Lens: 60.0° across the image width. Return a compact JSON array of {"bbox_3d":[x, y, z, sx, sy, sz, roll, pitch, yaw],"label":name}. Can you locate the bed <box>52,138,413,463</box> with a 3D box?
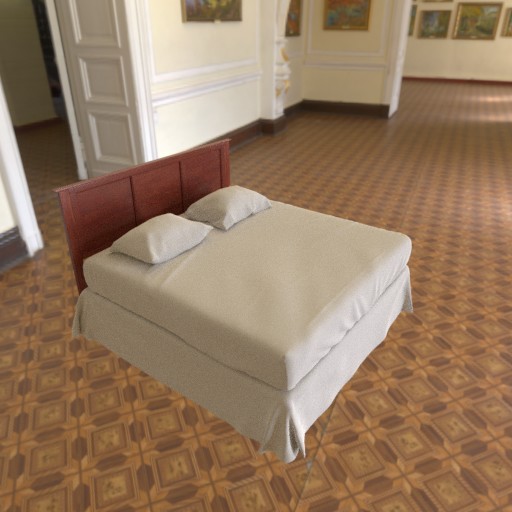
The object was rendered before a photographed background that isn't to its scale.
[{"bbox_3d":[0.000,0.000,3.679,2.219,1.271,2.314,19,33,32],"label":"bed"}]
